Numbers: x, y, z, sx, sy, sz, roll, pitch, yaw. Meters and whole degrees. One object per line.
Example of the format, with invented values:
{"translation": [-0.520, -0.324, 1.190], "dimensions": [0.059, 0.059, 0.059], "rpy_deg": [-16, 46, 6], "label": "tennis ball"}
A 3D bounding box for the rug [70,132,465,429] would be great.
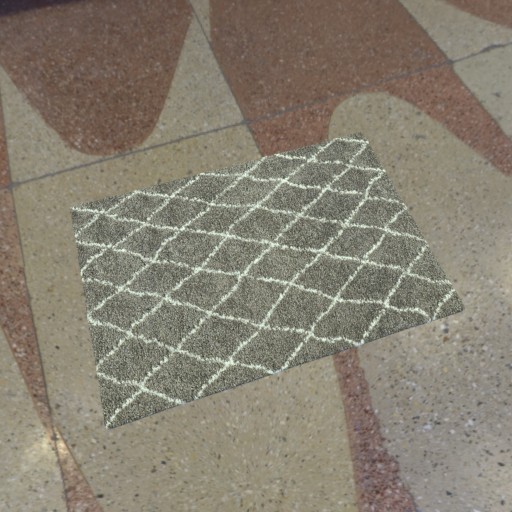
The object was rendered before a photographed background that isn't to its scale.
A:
{"translation": [0.000, 0.000, 2.326], "dimensions": [1.778, 0.030, 1.219], "rpy_deg": [-16, 64, -8], "label": "rug"}
